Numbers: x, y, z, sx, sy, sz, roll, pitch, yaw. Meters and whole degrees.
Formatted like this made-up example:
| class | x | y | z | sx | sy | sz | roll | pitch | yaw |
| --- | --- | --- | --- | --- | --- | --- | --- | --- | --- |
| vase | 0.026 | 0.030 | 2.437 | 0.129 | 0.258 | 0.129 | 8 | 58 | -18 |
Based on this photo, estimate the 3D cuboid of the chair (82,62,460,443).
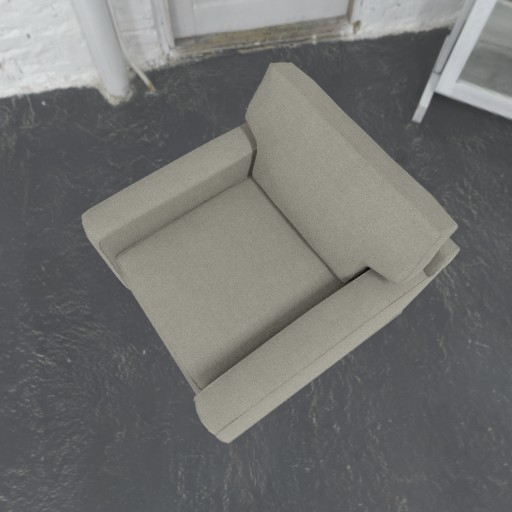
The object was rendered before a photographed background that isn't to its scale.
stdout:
| class | x | y | z | sx | sy | sz | roll | pitch | yaw |
| --- | --- | --- | --- | --- | --- | --- | --- | --- | --- |
| chair | 0.000 | 0.000 | 1.815 | 1.044 | 0.934 | 0.999 | -33 | 69 | -14 |
